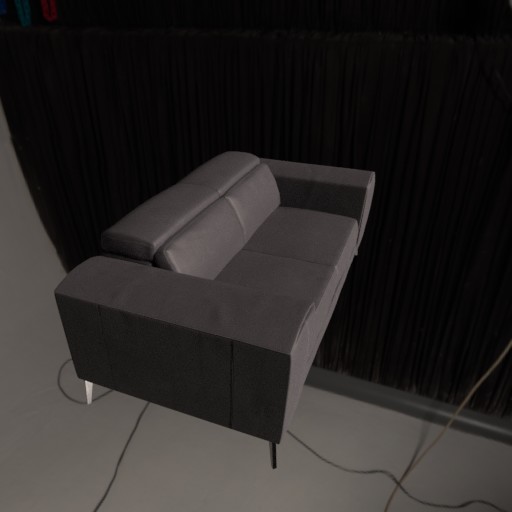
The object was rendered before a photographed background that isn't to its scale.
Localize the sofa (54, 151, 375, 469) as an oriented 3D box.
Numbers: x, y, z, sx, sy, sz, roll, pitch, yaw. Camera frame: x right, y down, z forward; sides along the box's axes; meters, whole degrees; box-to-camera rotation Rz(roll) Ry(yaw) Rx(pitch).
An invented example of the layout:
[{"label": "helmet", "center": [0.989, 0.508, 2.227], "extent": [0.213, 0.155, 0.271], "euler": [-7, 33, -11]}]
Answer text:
[{"label": "sofa", "center": [0.000, 0.000, 2.441], "extent": [1.003, 0.779, 1.895], "euler": [11, 32, 18]}]
